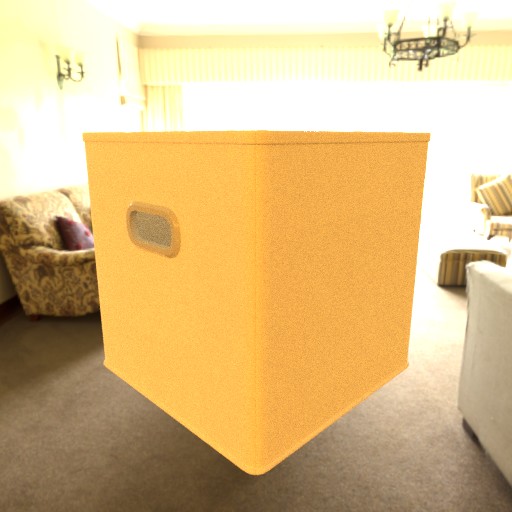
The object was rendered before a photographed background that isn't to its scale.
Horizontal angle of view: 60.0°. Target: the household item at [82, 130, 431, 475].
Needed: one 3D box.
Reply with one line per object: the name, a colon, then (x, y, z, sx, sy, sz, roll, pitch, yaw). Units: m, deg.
household item: (0.000, 0.000, 0.567, 0.305, 0.305, 0.305, -14, 21, -43)
